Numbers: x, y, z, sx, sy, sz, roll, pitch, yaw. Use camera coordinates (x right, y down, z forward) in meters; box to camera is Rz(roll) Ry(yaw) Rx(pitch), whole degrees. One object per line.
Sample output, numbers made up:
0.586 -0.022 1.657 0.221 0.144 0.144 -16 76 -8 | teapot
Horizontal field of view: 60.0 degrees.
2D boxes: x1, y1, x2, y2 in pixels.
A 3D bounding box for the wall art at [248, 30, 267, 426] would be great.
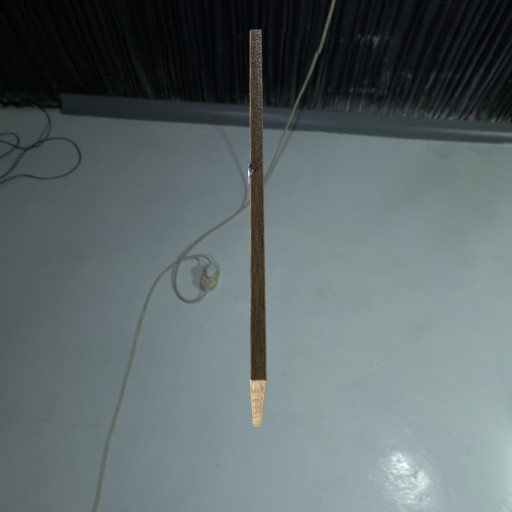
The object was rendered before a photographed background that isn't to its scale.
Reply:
0.000 0.000 0.845 0.021 0.582 0.561 0 64 0 | wall art
